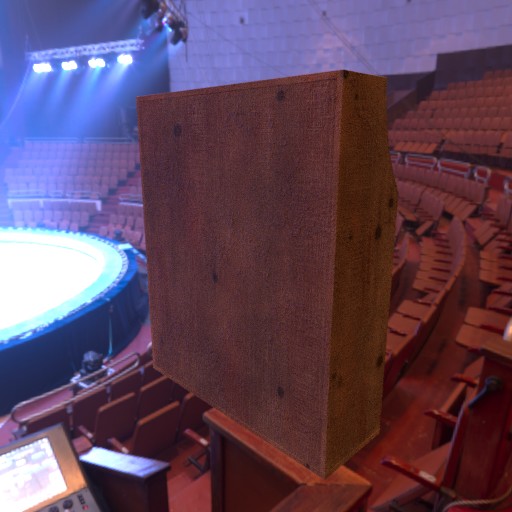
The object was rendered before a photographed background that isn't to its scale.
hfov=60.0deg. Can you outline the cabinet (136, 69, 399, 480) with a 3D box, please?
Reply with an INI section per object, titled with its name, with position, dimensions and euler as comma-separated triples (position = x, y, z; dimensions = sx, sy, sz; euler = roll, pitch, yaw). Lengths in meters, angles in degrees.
[cabinet]
position = 0.000, 0.000, 0.841
dimensions = 0.184, 0.590, 0.489
euler = -14, 20, -43
